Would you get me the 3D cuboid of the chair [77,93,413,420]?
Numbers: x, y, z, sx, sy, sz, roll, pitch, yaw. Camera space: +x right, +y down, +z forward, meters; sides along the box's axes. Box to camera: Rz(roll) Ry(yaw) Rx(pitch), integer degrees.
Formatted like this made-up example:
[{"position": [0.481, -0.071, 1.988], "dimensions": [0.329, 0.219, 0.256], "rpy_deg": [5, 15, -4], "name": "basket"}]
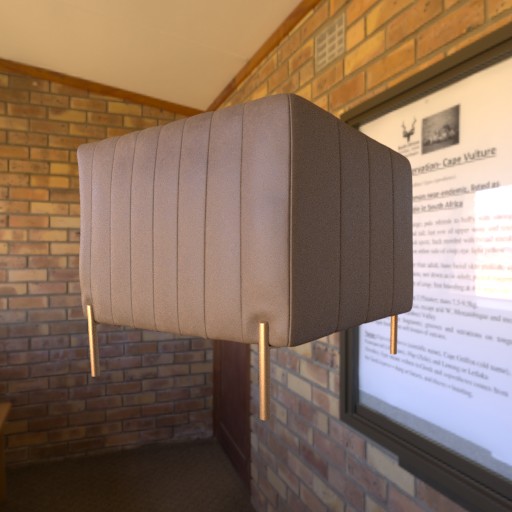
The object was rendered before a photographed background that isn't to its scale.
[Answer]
[{"position": [0.000, 0.000, 1.619], "dimensions": [0.876, 0.779, 0.981], "rpy_deg": [0, 0, 36], "name": "chair"}]
